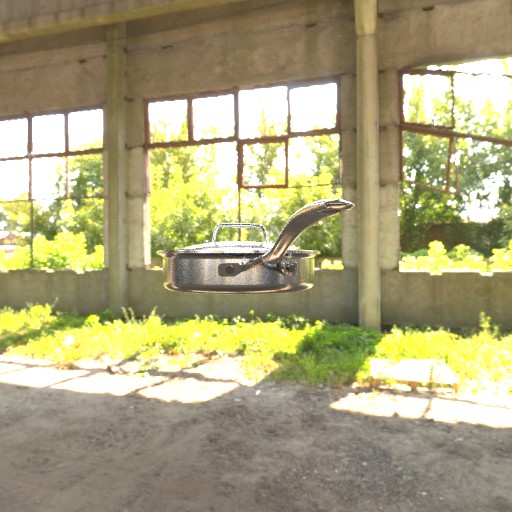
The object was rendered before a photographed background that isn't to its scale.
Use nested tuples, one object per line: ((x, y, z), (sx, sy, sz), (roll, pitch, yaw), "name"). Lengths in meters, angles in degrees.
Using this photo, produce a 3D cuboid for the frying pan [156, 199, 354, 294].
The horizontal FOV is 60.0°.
((0.000, 0.000, 0.671), (0.280, 0.114, 0.561), (0, 0, -17), "frying pan")
